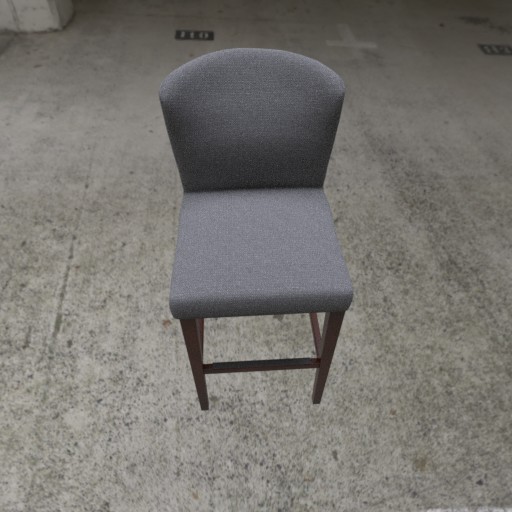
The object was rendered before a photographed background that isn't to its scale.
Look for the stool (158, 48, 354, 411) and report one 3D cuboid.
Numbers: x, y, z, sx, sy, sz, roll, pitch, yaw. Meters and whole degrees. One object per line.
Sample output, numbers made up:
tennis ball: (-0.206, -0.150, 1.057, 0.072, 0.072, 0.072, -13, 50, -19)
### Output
stool: (0.000, 0.000, 1.400, 0.486, 1.069, 0.568, -3, 47, -2)
